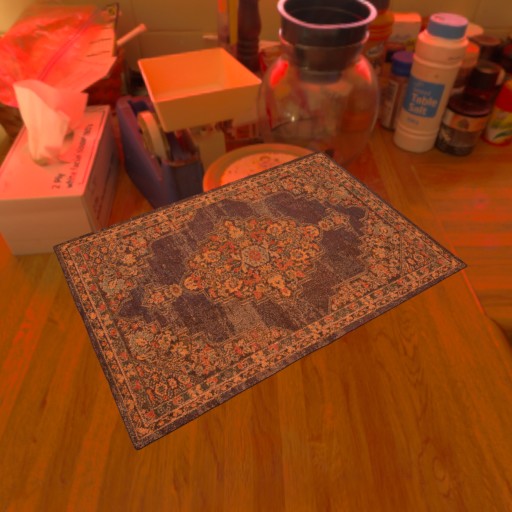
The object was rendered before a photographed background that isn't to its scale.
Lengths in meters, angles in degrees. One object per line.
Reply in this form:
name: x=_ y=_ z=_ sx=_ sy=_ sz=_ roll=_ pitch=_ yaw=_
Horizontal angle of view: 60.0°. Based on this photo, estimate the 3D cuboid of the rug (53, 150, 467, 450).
rug: x=0.000 y=0.000 z=3.800 sx=2.940 sy=0.011 sz=2.053 roll=-24 pitch=51 yaw=-21
